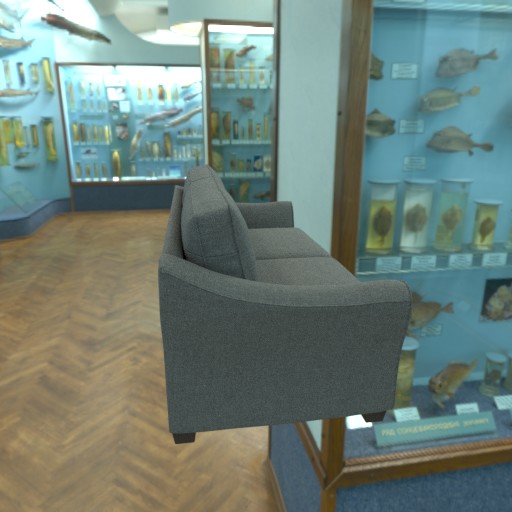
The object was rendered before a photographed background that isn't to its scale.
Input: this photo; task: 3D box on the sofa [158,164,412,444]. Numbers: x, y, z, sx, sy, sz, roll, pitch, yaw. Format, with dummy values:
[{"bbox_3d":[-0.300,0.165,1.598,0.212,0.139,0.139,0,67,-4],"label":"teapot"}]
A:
[{"bbox_3d":[0.000,0.000,2.687,1.013,0.976,2.203,-2,16,-8],"label":"sofa"}]
